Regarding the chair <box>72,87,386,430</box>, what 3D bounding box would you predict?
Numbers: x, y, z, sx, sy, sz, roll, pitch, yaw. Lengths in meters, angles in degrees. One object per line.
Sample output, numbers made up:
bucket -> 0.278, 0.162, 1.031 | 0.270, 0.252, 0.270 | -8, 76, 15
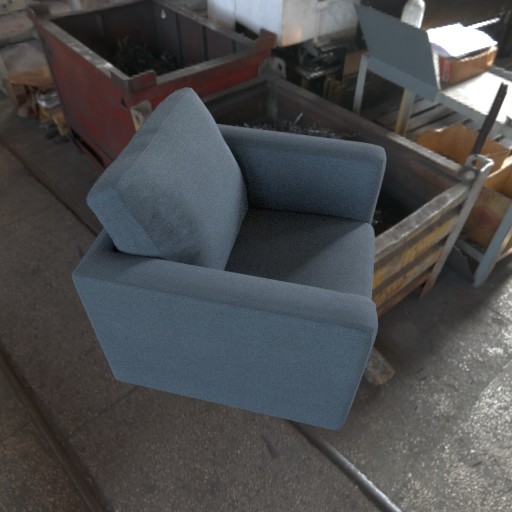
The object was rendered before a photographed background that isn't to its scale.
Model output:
chair -> 0.000, 0.000, 1.540 | 0.820, 0.922, 0.855 | 9, 47, 9
